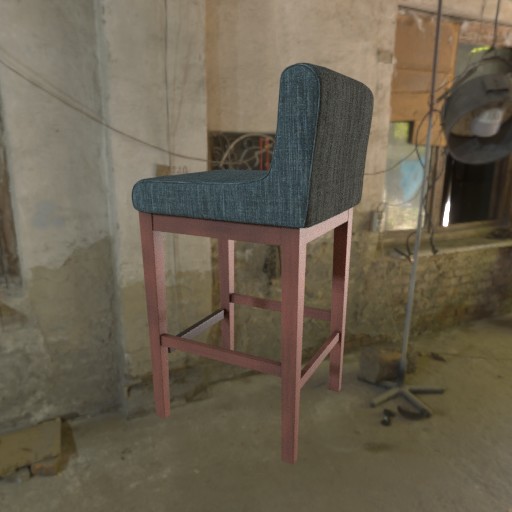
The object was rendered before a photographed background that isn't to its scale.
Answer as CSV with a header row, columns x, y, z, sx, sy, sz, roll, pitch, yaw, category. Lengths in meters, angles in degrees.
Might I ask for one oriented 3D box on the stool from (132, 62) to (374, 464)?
x,y,z,sx,sy,sz,roll,pitch,yaw,category
0.000,0.000,1.115,0.459,0.835,0.395,8,17,27,stool
